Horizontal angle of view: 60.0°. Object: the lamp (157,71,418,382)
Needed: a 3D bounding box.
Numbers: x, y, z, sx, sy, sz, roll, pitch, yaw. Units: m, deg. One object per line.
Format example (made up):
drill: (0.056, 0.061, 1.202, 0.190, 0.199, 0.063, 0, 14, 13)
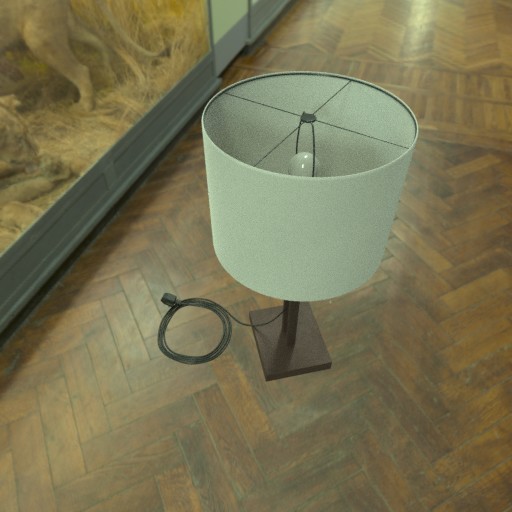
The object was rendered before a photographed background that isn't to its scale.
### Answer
lamp: (0.000, 0.000, 0.976, 0.525, 0.668, 0.396, -9, 46, -9)
